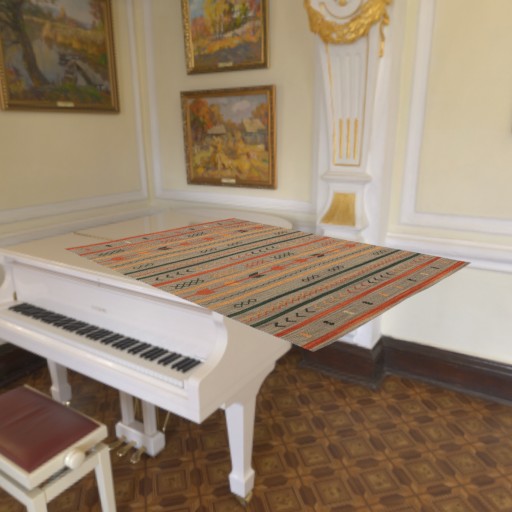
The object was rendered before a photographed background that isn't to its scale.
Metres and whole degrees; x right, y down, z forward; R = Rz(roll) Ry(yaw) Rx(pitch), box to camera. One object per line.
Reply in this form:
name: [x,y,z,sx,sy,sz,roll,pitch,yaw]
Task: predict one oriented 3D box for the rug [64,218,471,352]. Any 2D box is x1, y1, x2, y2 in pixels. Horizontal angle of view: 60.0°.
rug: [0.000,0.000,4.077,3.029,0.022,2.263,15,21,42]
